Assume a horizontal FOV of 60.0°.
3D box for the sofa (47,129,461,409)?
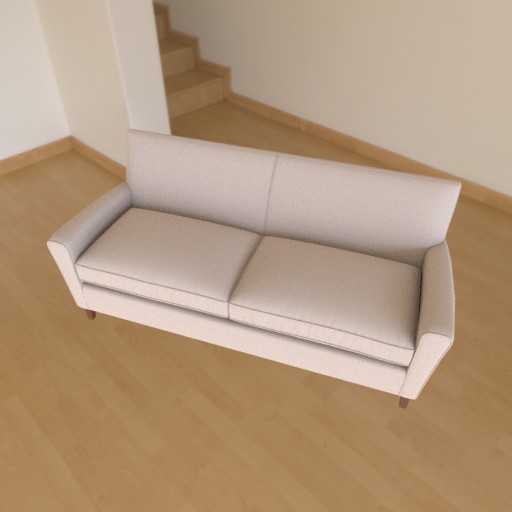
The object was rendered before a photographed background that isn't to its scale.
[{"bbox_3d":[0.000,0.000,2.434,2.000,0.846,0.875,12,43,14],"label":"sofa"}]
